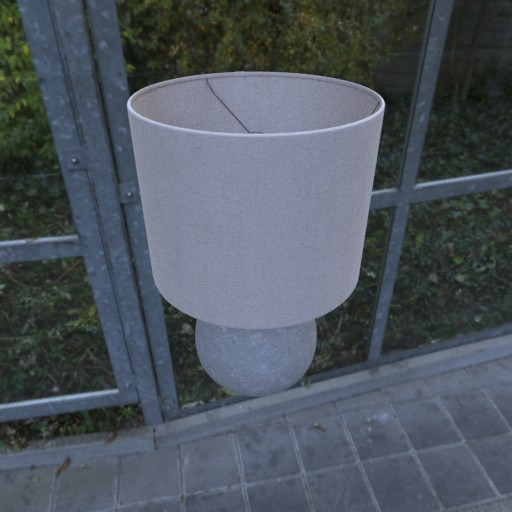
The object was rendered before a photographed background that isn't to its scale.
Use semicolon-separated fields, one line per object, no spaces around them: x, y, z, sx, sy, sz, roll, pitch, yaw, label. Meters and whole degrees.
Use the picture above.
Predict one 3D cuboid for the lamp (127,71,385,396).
0.000;0.000;0.585;0.269;0.409;0.269;1;33;2;lamp
